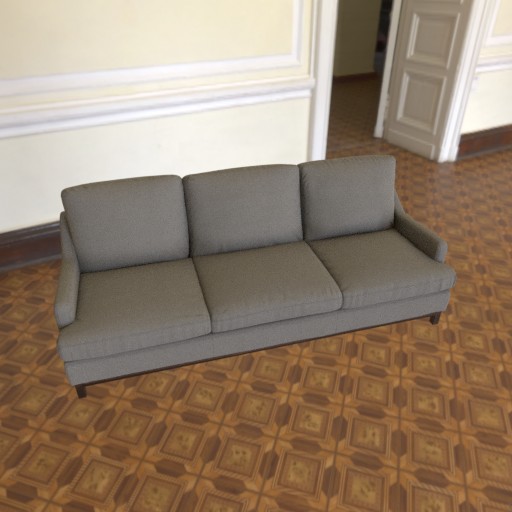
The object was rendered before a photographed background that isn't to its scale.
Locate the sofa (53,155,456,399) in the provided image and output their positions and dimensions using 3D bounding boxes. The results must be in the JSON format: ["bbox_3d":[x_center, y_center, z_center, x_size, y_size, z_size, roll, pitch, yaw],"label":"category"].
[{"bbox_3d":[0.000,0.000,2.819,2.344,0.926,0.987,-9,33,-13],"label":"sofa"}]
